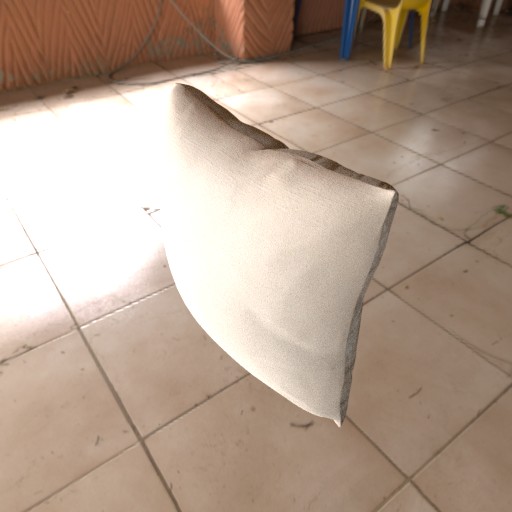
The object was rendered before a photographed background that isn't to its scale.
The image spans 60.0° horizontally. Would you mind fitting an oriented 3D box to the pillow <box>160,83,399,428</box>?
[{"bbox_3d":[0.000,0.000,0.729,0.245,0.448,0.450,-26,46,-28],"label":"pillow"}]
